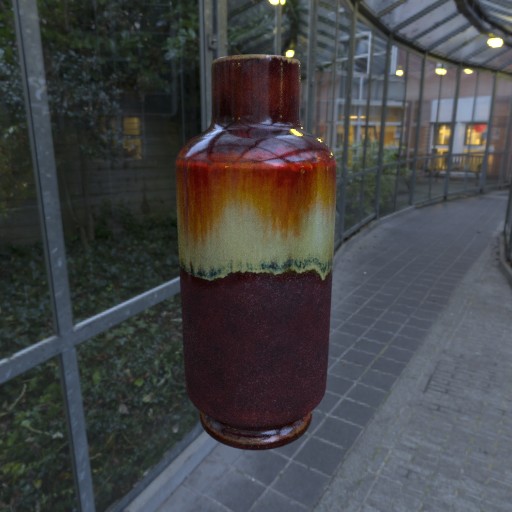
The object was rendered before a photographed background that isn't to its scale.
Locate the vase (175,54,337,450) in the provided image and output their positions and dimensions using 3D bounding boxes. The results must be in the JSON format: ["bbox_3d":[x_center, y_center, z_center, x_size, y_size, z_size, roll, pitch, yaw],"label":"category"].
[{"bbox_3d":[0.000,0.000,0.322,0.111,0.261,0.111,0,15,0],"label":"vase"}]
